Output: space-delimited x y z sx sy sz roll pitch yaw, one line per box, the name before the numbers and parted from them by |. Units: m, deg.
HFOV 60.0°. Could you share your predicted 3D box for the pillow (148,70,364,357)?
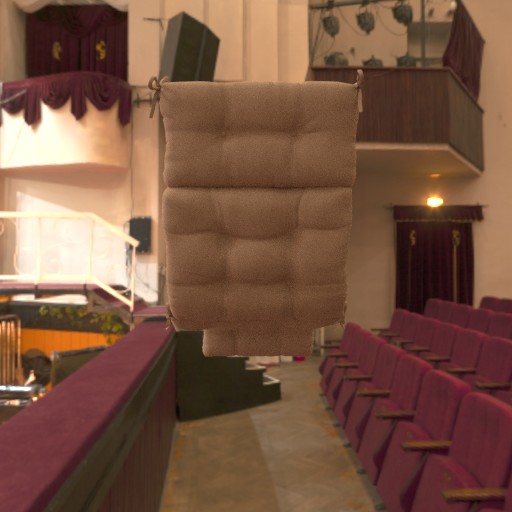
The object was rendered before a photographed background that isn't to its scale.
pillow | 0.000 0.000 1.507 0.526 0.863 1.016 0 -1 0
